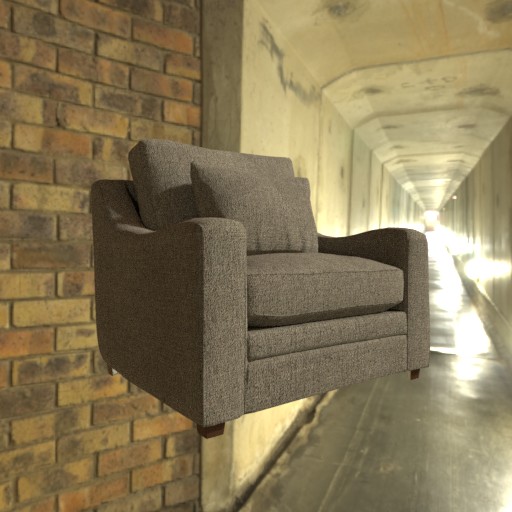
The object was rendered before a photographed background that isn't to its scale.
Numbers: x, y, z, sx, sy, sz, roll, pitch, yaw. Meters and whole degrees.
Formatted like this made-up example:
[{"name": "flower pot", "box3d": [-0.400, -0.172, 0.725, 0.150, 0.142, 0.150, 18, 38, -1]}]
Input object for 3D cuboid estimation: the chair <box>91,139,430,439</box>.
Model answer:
[{"name": "chair", "box3d": [0.000, 0.000, 1.936, 1.138, 1.037, 1.009, 0, 1, -37]}]
